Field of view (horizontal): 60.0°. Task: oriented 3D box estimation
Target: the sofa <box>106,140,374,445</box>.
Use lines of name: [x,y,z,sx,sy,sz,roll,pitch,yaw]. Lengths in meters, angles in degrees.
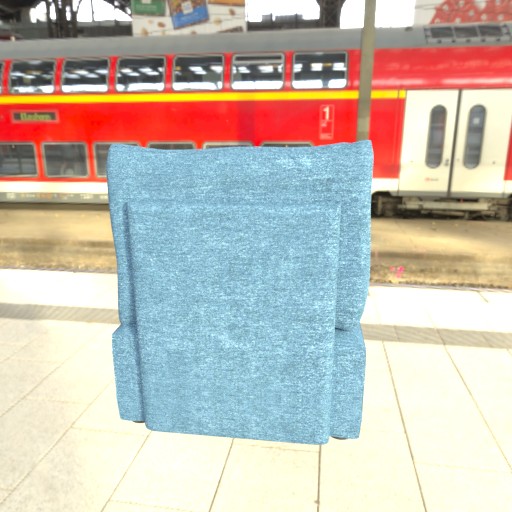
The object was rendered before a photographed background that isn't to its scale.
sofa: [0.000,0.000,1.603,0.700,0.820,1.000,2,15,7]
